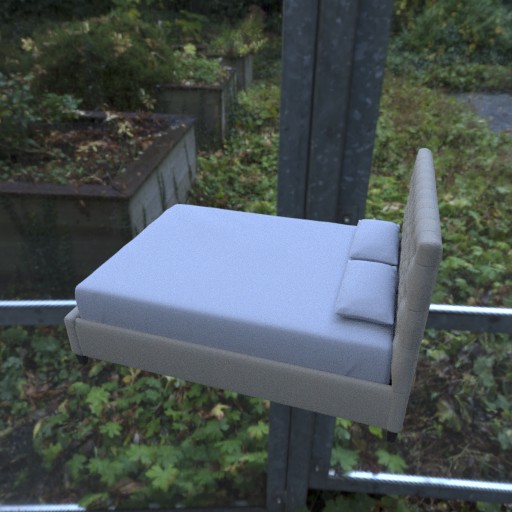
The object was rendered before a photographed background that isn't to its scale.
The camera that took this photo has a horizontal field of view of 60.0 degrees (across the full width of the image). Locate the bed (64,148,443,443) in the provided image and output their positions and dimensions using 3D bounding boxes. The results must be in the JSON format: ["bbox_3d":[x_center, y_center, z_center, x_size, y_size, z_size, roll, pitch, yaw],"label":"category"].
[{"bbox_3d":[0.000,0.000,3.419,2.387,1.427,1.698,9,31,15],"label":"bed"}]
